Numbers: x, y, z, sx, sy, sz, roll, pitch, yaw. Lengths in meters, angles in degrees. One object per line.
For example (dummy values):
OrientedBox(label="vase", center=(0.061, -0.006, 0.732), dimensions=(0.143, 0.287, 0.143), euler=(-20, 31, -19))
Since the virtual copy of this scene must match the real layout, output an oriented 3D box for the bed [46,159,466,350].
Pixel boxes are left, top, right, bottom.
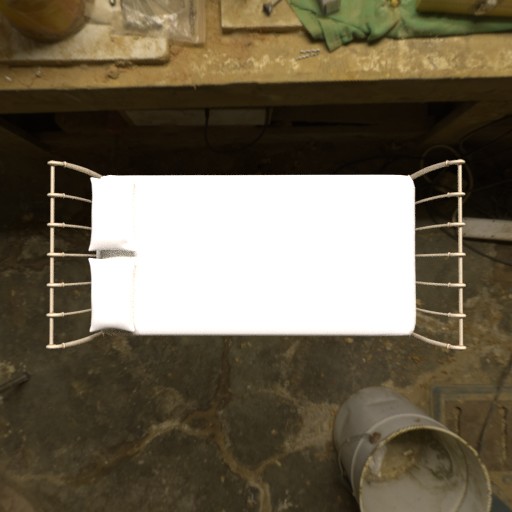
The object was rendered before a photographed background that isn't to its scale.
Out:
OrientedBox(label="bed", center=(0.000, 0.000, 2.774), dimensions=(2.228, 0.873, 1.032), euler=(0, 89, 1))
